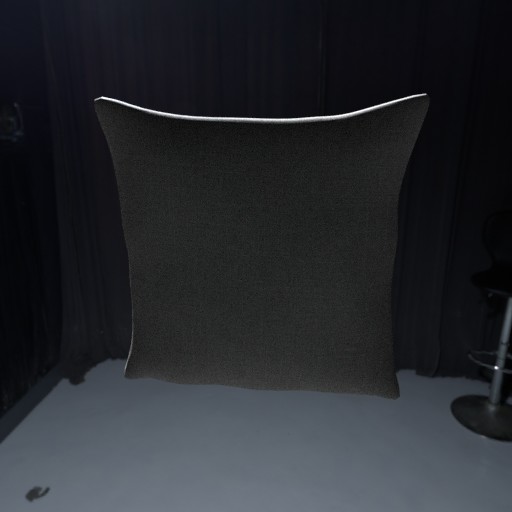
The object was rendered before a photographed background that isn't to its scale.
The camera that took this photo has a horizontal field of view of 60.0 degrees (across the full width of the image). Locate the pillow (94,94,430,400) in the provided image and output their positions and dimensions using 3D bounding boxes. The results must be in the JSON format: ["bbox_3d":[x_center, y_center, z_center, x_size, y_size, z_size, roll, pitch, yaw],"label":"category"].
[{"bbox_3d":[0.000,0.000,0.633,0.435,0.432,0.138,2,16,7],"label":"pillow"}]
